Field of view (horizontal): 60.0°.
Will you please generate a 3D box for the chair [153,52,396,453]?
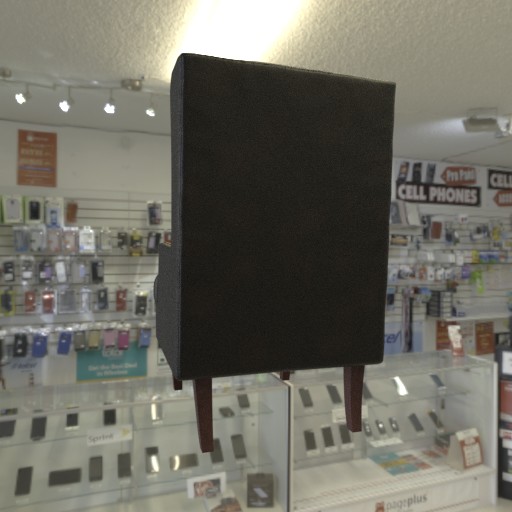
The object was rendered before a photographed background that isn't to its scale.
[{"bbox_3d":[0.000,0.000,1.665,0.703,1.142,0.799,0,0,-18],"label":"chair"}]
